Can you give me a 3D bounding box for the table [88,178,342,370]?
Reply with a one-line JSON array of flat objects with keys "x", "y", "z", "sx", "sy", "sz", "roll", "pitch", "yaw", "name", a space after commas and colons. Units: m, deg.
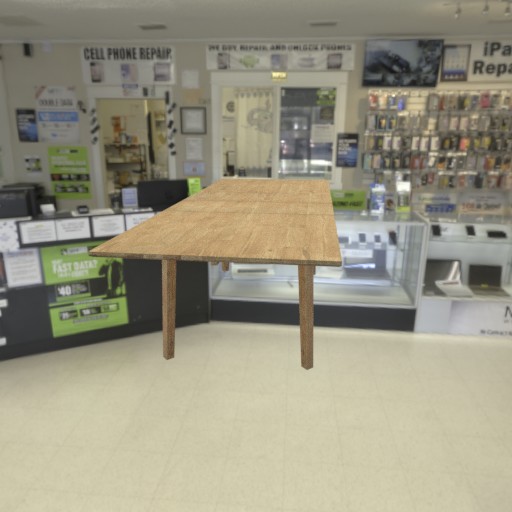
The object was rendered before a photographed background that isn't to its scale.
[{"x": 0.000, "y": 0.000, "z": 3.051, "sx": 1.000, "sy": 0.752, "sz": 2.603, "roll": 2, "pitch": 16, "yaw": 7, "name": "table"}]
